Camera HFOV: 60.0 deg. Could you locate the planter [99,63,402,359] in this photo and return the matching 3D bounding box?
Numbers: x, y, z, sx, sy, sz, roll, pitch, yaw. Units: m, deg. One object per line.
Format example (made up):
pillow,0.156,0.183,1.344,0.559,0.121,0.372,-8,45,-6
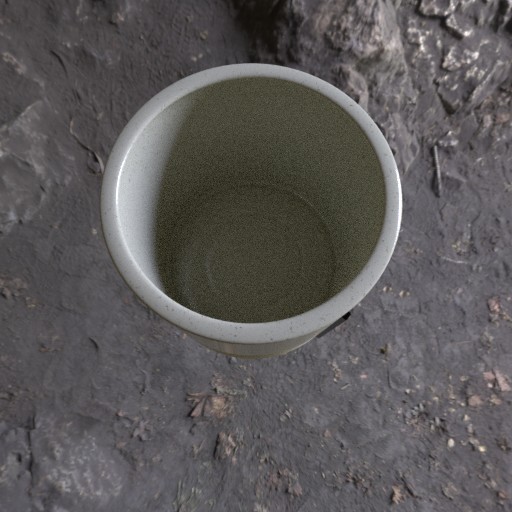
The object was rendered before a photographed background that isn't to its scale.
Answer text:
planter,0.000,0.000,0.332,0.159,0.230,0.152,37,77,10
